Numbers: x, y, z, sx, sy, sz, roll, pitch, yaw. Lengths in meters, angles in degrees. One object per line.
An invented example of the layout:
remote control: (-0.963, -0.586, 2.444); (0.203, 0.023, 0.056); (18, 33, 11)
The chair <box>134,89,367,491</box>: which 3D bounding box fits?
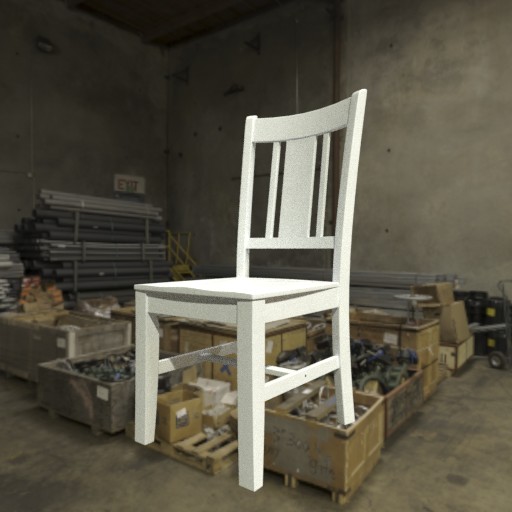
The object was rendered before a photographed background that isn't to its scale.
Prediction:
chair: (0.000, 0.000, 1.275); (0.450, 0.998, 0.555); (1, 1, 38)
